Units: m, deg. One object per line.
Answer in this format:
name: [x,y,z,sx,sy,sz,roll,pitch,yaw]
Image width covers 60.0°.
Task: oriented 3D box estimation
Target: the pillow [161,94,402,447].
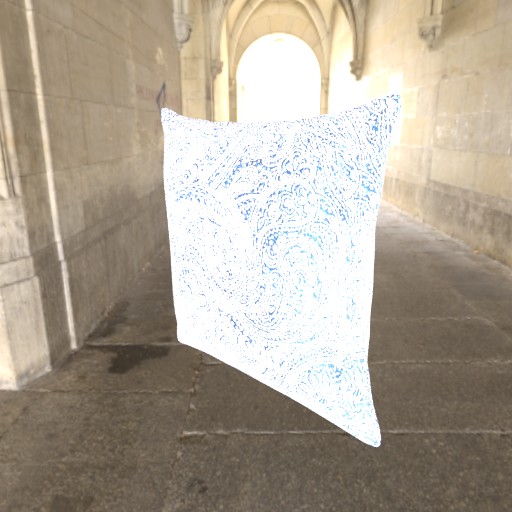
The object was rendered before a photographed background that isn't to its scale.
pillow: [0.000,0.000,0.778,0.166,0.510,0.523,-15,22,-42]
